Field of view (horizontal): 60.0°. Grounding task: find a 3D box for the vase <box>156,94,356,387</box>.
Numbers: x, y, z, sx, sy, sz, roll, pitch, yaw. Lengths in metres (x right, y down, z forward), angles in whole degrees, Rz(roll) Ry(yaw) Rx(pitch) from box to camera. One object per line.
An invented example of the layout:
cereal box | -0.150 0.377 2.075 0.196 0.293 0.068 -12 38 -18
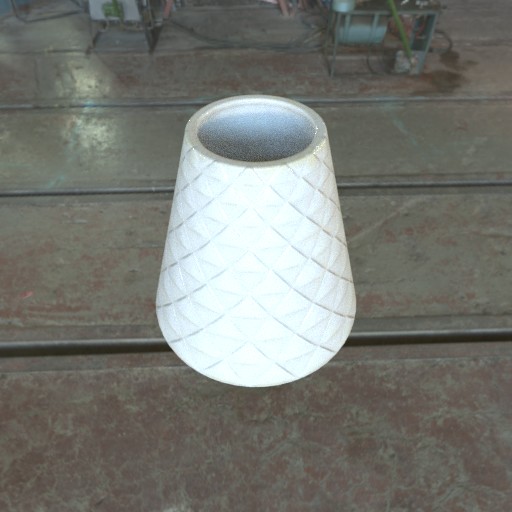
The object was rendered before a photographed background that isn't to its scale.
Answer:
vase | 0.000 0.000 0.357 0.175 0.230 0.175 0 46 0
